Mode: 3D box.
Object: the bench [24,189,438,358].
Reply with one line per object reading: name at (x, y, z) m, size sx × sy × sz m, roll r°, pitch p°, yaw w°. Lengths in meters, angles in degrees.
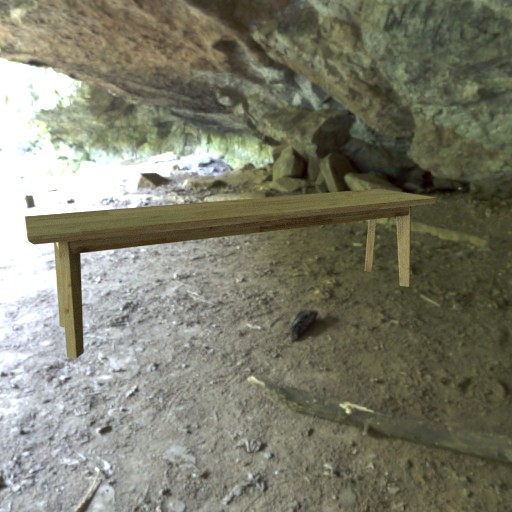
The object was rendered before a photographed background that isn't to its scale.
bench at (0.000, 0.000, 1.884) m, size 1.698 × 0.431 × 0.378 m, roll -8°, pitch 18°, yaw -27°
